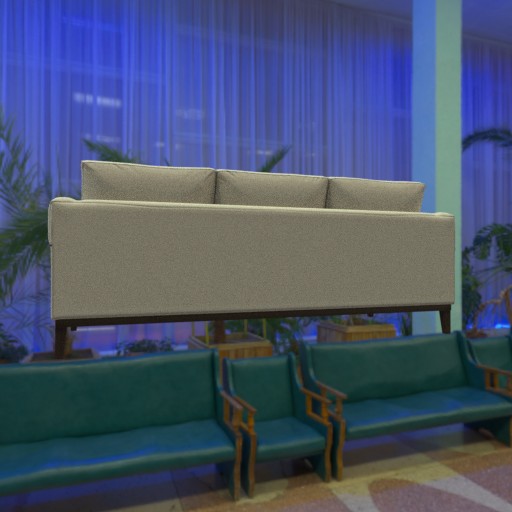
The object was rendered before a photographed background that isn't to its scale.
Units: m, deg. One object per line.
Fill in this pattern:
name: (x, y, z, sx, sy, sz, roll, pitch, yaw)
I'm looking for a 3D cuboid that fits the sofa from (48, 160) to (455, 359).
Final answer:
sofa: (0.000, 0.000, 2.671, 2.198, 0.911, 0.902, 0, 0, -18)
